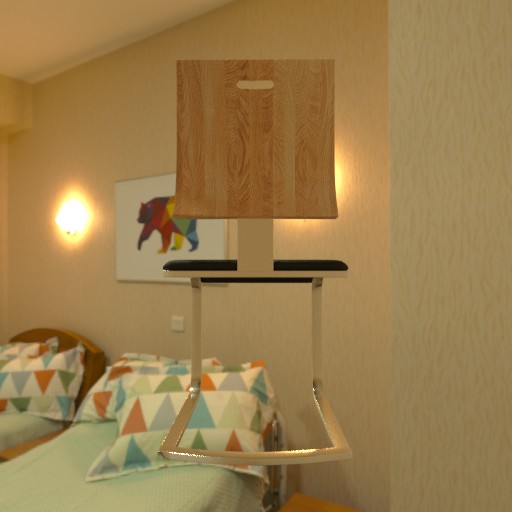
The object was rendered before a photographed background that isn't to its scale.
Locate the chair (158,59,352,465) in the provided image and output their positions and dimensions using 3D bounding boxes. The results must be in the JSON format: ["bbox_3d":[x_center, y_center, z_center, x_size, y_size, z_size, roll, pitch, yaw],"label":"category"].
[{"bbox_3d":[0.000,0.000,1.267,0.462,0.936,0.560,0,-1,1],"label":"chair"}]
